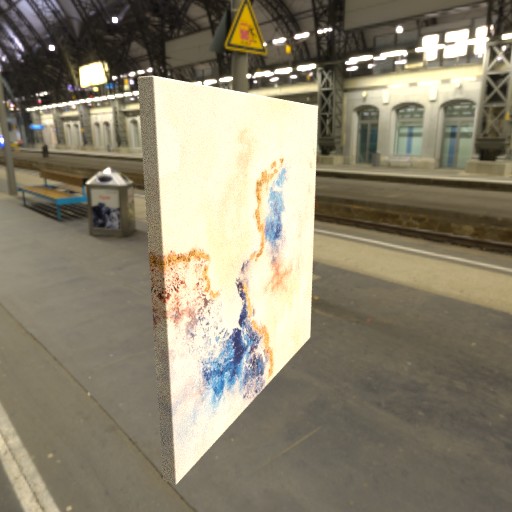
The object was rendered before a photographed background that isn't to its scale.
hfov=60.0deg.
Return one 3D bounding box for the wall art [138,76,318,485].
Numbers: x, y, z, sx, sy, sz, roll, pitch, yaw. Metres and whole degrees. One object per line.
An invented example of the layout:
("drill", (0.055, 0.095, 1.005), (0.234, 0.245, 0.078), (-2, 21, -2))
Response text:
("wall art", (0.000, 0.000, 1.306), (0.038, 0.889, 0.889), (7, 17, 26))
